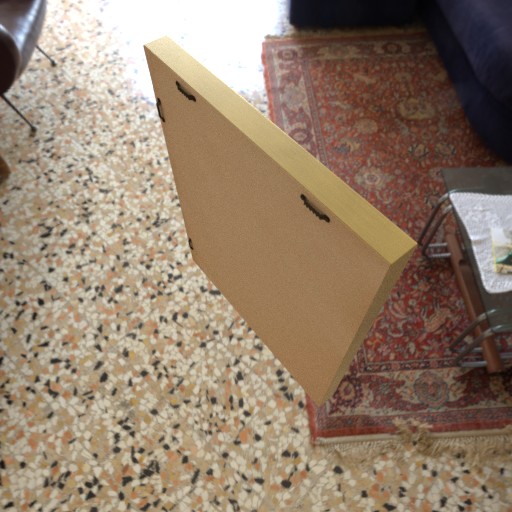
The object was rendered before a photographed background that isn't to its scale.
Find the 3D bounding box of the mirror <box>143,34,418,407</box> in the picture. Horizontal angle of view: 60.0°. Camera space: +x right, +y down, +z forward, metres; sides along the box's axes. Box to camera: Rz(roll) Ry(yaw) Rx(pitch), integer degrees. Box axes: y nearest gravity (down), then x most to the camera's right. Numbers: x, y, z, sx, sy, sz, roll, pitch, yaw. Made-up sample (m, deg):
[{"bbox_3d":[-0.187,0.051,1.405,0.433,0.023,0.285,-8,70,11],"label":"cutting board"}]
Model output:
[{"bbox_3d":[0.000,0.000,0.682,0.041,0.508,0.405,-34,64,-19],"label":"mirror"}]
